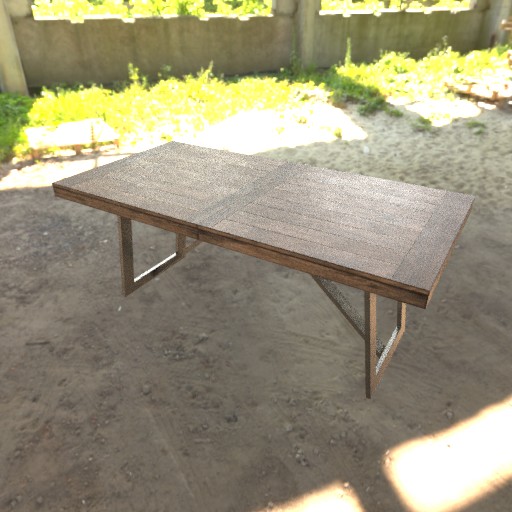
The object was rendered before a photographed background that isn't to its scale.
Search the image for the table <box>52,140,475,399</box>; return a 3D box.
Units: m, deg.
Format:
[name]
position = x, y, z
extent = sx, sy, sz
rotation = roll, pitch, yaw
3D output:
[table]
position = 0.000, 0.000, 2.365
extent = 1.867, 0.757, 0.931
rotation = 17, 34, 27
